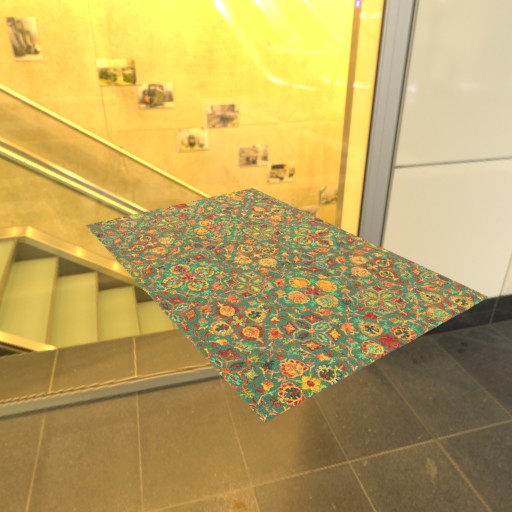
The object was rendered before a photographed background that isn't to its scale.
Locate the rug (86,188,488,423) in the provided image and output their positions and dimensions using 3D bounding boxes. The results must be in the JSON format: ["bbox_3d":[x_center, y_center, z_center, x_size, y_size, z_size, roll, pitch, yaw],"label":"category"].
[{"bbox_3d":[0.000,0.000,2.889,1.527,0.016,2.290,-18,32,-31],"label":"rug"}]
